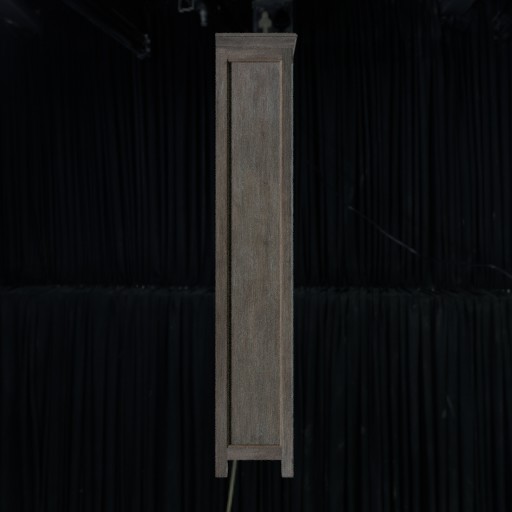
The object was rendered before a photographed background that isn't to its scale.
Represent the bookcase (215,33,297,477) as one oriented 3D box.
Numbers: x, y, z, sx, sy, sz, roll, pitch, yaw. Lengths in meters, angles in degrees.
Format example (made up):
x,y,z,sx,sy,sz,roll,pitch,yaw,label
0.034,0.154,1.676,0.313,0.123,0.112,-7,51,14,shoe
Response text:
x,y,z,sx,sy,sz,roll,pitch,yaw,label
0.000,0.000,2.310,0.348,1.880,0.906,0,-1,0,bookcase
